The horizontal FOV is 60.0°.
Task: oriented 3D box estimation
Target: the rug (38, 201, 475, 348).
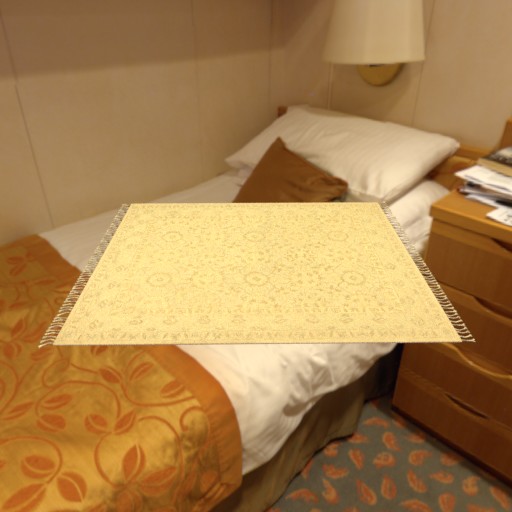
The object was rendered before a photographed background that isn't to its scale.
[{"bbox_3d":[0.000,0.000,4.101,3.043,0.013,2.444,0,31,-1],"label":"rug"}]
